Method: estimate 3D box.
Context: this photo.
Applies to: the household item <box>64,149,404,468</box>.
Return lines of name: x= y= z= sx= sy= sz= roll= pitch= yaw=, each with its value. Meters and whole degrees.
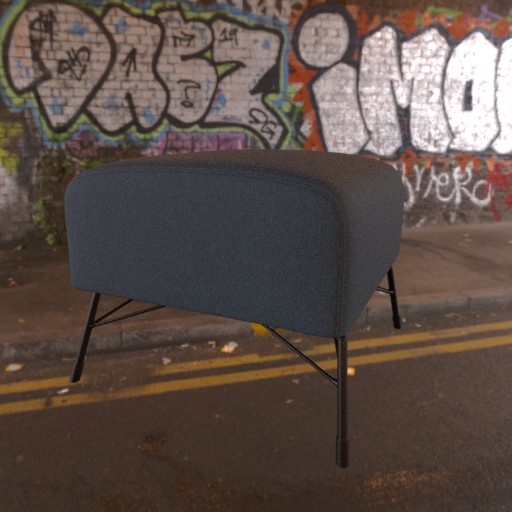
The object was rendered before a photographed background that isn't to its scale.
household item: x=0.000 y=0.000 z=0.896 sx=0.530 sy=0.420 sz=0.530 roll=7 pitch=16 yaw=25
